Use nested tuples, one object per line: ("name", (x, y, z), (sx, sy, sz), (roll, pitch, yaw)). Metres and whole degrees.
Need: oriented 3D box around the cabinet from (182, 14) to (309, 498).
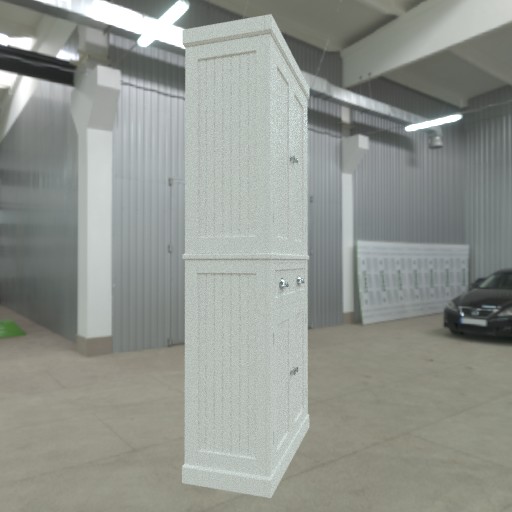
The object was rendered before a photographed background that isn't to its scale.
("cabinet", (0.000, 0.000, 2.088), (0.390, 1.829, 0.754), (0, -1, 18))
